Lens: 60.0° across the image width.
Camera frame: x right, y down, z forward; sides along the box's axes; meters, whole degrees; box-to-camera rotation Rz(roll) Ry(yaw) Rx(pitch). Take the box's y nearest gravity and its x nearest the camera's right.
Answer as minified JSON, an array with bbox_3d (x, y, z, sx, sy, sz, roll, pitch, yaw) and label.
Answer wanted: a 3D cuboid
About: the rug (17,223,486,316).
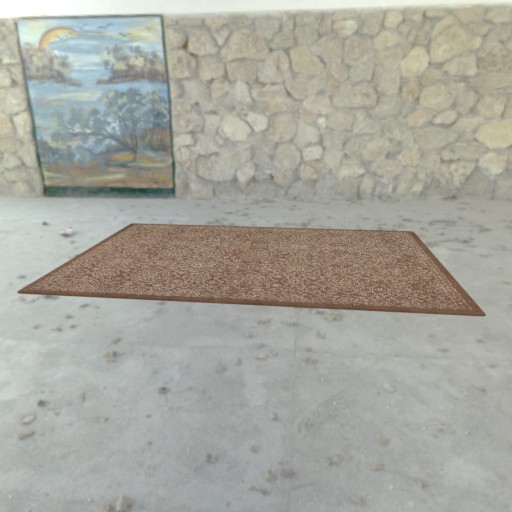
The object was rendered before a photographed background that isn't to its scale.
[{"bbox_3d":[0.000,0.000,2.284,1.829,0.010,1.219,2,18,7],"label":"rug"}]
